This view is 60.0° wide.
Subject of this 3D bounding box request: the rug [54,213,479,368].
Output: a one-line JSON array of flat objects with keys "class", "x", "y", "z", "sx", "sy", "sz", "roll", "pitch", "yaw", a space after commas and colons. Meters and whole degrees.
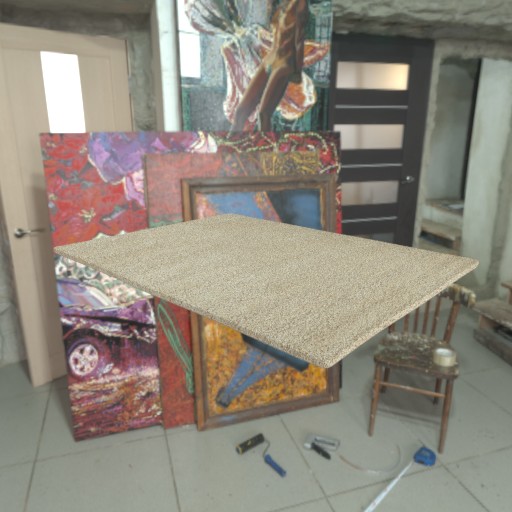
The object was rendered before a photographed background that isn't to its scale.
[{"class": "rug", "x": 0.000, "y": 0.000, "z": 2.060, "sx": 1.600, "sy": 0.025, "sz": 1.199, "roll": 15, "pitch": 22, "yaw": 41}]
